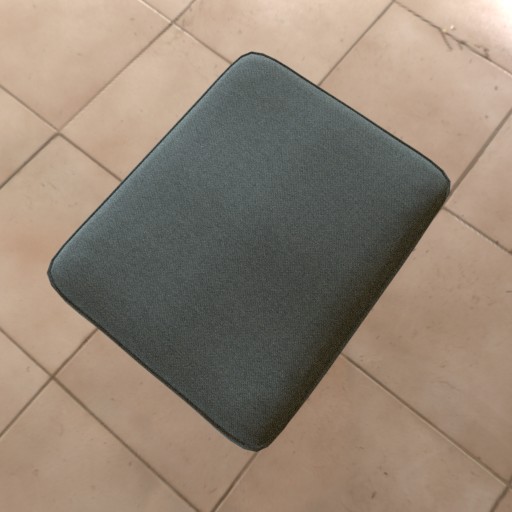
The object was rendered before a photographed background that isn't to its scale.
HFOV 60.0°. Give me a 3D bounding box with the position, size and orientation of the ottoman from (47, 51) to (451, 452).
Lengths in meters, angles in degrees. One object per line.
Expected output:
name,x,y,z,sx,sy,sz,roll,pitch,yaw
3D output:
ottoman,0.000,0.000,1.113,0.589,0.537,0.738,37,78,9
